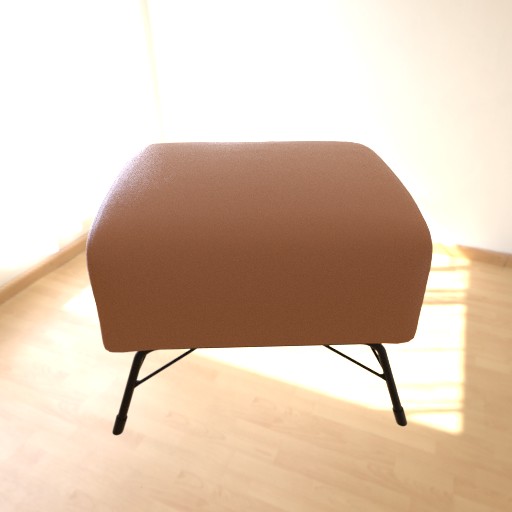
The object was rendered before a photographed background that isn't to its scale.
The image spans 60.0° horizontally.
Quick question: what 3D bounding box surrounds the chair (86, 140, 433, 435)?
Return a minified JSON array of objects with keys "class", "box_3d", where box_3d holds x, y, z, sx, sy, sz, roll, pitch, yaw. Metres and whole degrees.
[{"class":"chair","box_3d":[0.000,0.000,0.912,0.530,0.410,0.530,-1,31,-2]}]
